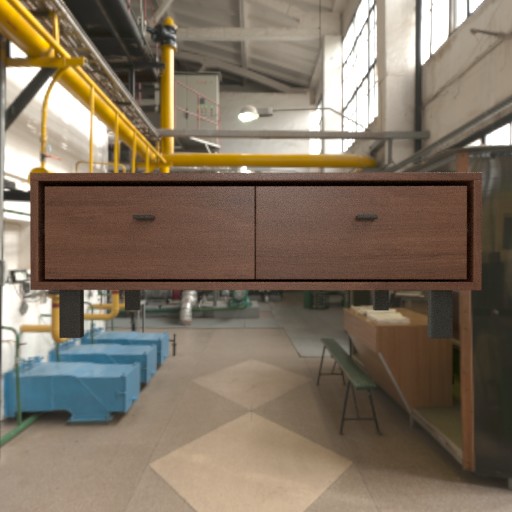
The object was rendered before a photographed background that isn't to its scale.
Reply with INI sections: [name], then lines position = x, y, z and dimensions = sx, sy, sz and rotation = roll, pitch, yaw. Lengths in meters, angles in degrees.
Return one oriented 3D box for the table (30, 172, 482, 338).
[table]
position = 0.000, 0.000, 1.280
dimensions = 1.020, 0.380, 0.600
rotation = 0, 0, 0
